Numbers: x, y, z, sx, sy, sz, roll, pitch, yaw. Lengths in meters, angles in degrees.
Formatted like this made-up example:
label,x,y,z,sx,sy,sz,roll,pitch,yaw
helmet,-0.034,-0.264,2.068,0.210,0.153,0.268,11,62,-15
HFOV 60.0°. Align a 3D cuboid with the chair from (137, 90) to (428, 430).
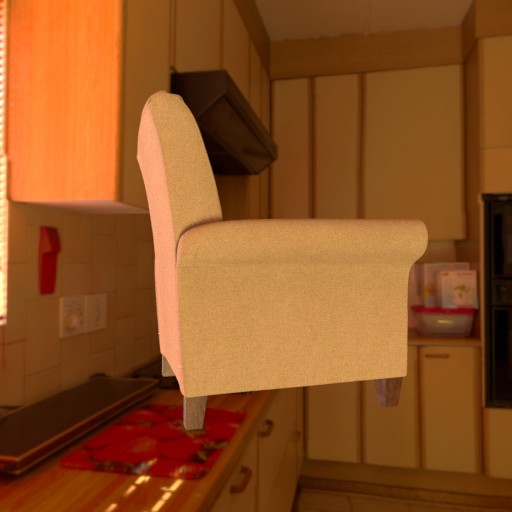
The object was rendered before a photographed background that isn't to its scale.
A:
label,x,y,z,sx,sy,sz,roll,pitch,yaw
chair,0.000,0.000,1.775,0.905,1.061,0.978,0,-1,-18
